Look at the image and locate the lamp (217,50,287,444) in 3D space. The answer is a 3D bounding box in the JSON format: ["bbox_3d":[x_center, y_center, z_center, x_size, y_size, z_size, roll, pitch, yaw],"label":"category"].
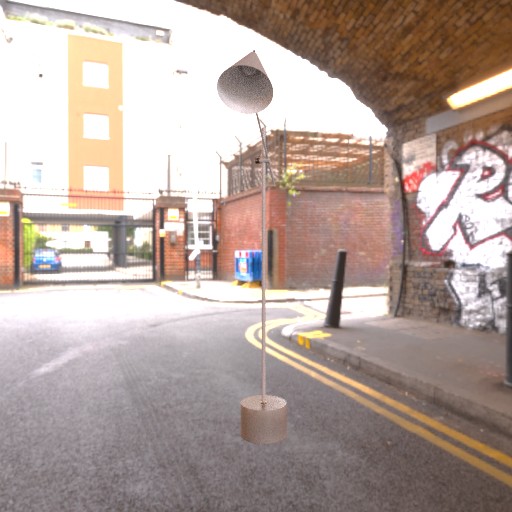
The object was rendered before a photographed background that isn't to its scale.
[{"bbox_3d":[0.000,0.000,1.609,0.223,1.430,0.508,0,1,17],"label":"lamp"}]
